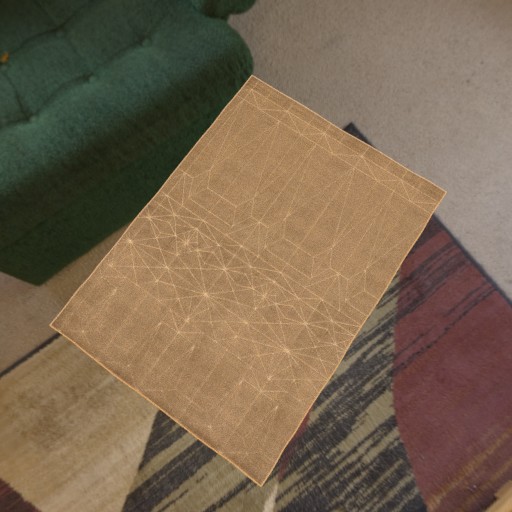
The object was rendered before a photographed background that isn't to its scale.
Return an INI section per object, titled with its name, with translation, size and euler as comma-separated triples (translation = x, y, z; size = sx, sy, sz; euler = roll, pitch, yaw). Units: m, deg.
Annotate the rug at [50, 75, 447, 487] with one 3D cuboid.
[rug]
translation = 0.000, 0.000, 4.367
size = 2.449, 0.019, 3.357
euler = 34, 78, 8
